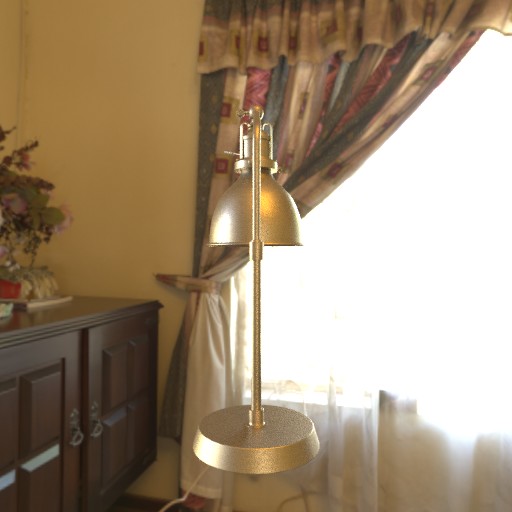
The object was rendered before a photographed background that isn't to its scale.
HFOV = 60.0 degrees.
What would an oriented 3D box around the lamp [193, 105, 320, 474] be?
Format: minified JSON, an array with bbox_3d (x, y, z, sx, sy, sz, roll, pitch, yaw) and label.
[{"bbox_3d":[0.000,0.000,0.606,0.153,0.456,0.286,0,0,0],"label":"lamp"}]
